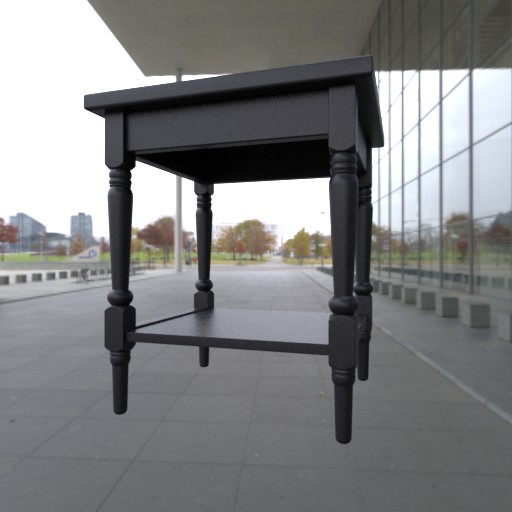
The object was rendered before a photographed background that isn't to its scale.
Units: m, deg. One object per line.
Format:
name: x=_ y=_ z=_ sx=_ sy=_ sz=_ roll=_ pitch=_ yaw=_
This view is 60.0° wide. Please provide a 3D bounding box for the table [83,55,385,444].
table: x=0.000 y=0.000 z=0.903 sx=0.488 sy=0.565 sz=0.442 roll=0 pitch=0 yaw=18
